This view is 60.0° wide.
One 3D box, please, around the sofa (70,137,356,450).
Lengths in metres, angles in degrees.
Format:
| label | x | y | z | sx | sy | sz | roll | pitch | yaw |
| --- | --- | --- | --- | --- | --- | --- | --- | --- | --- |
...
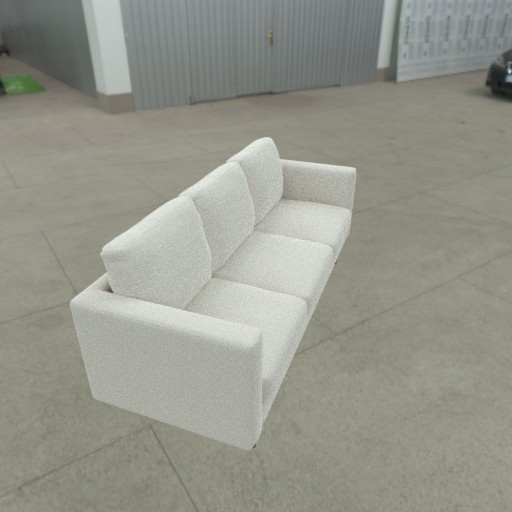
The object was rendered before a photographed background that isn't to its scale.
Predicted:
| label | x | y | z | sx | sy | sz | roll | pitch | yaw |
| --- | --- | --- | --- | --- | --- | --- | --- | --- | --- |
| sofa | 0.000 | 0.000 | 2.533 | 0.802 | 0.912 | 2.029 | 11 | 31 | 18 |
